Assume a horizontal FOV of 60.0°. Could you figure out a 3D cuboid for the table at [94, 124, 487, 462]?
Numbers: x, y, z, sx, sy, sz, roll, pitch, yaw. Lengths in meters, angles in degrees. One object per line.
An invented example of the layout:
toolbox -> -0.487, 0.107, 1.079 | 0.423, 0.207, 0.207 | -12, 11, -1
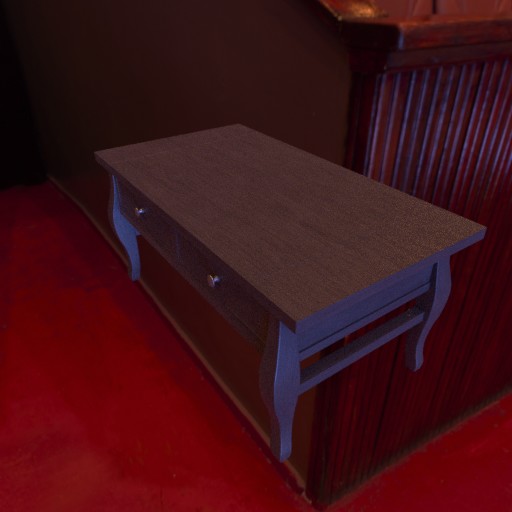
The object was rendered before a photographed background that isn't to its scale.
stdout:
table -> 0.000, 0.000, 1.400 | 0.600, 0.494, 1.062 | -21, 38, -29
